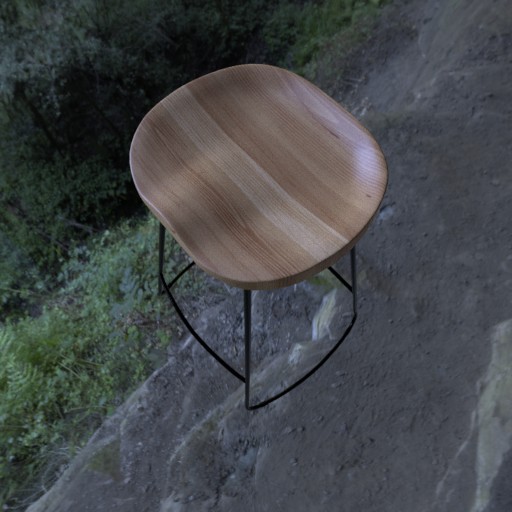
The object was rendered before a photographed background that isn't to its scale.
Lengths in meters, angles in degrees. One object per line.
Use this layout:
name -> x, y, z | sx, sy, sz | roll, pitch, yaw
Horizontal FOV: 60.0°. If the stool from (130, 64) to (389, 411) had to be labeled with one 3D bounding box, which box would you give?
stool -> 0.000, 0.000, 0.974 | 0.401, 0.679, 0.480 | -36, 69, -17
